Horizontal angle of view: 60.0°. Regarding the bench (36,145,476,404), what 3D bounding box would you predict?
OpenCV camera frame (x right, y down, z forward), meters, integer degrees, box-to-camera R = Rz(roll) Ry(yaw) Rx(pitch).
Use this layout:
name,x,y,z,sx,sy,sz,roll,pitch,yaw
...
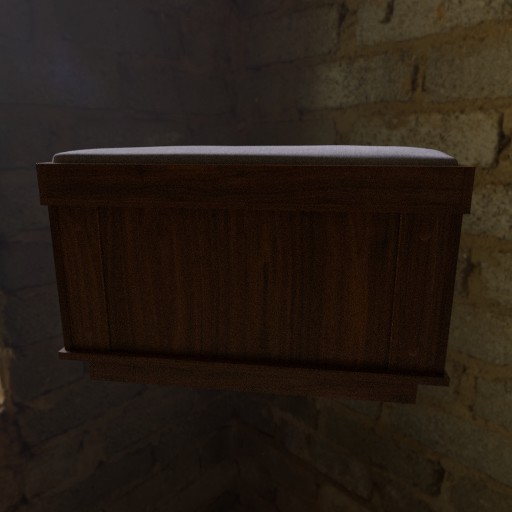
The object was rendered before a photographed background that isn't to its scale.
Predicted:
name,x,y,z,sx,sy,sz,roll,pitch,yaw
bench,0.000,0.000,0.955,0.734,0.461,0.362,2,15,8
